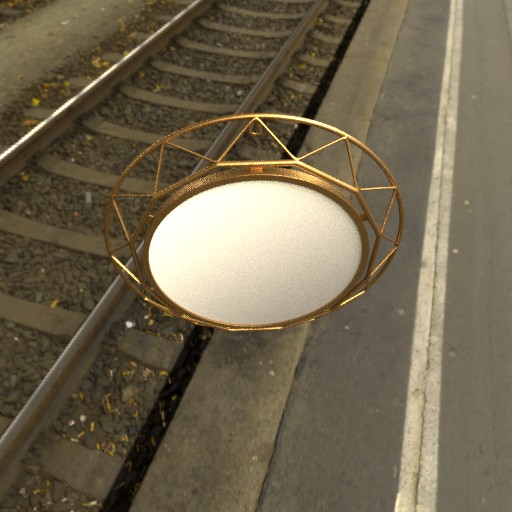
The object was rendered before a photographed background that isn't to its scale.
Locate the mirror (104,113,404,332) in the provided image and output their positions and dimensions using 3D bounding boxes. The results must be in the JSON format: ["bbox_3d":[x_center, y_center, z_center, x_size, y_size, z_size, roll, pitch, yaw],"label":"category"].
[{"bbox_3d":[0.000,0.000,0.677,0.454,0.454,0.043,-2,47,-2],"label":"mirror"}]
